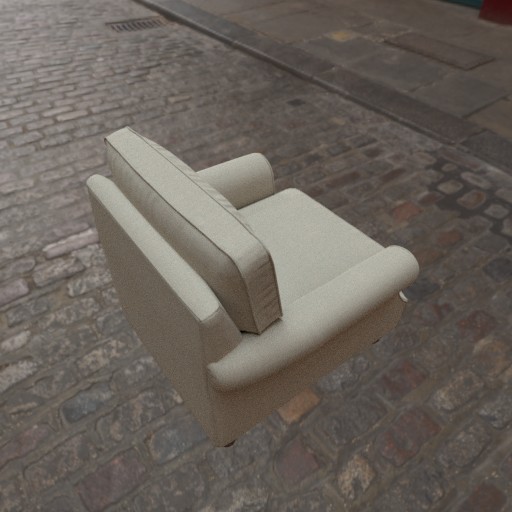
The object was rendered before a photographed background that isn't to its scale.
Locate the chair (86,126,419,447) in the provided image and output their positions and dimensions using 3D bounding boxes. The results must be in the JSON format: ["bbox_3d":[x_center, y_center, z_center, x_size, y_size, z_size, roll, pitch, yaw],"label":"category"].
[{"bbox_3d":[0.000,0.000,1.770,0.966,0.967,1.029,-26,48,-26],"label":"chair"}]
